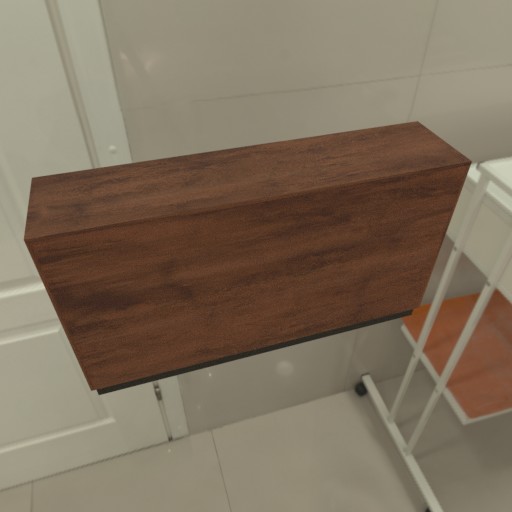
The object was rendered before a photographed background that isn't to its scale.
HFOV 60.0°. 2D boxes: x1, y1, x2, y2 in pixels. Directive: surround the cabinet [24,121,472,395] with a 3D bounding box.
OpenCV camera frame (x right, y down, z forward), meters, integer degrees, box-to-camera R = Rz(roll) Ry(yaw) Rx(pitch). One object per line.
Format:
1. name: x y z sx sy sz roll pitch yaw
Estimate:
1. cabinet: 0.000 0.000 1.965 1.600 0.900 0.420 -12 43 -13
